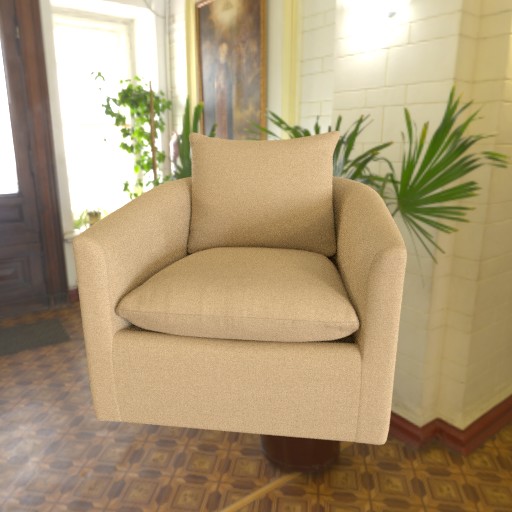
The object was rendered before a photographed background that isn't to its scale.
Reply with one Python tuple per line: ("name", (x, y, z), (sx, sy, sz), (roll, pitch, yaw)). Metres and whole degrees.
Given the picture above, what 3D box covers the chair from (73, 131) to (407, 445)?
("chair", (0.000, 0.000, 1.536), (0.845, 0.848, 0.910), (2, 14, 8))
